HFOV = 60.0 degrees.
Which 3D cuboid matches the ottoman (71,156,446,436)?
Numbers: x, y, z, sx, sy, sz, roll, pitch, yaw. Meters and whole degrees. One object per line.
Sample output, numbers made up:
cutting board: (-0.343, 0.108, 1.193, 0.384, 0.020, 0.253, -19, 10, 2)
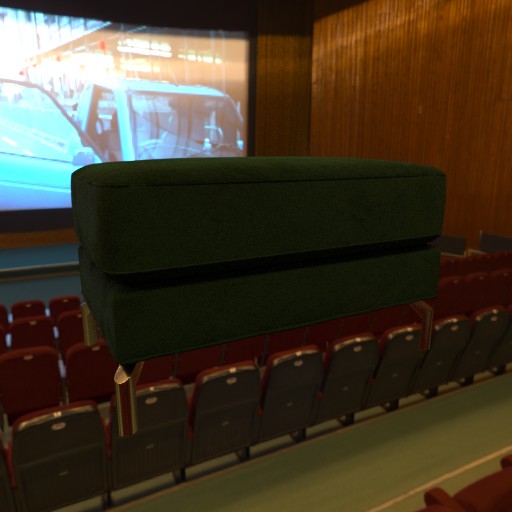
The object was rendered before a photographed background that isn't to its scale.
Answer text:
ottoman: (0.000, 0.000, 1.219, 0.886, 0.533, 0.536, -7, 15, -27)
